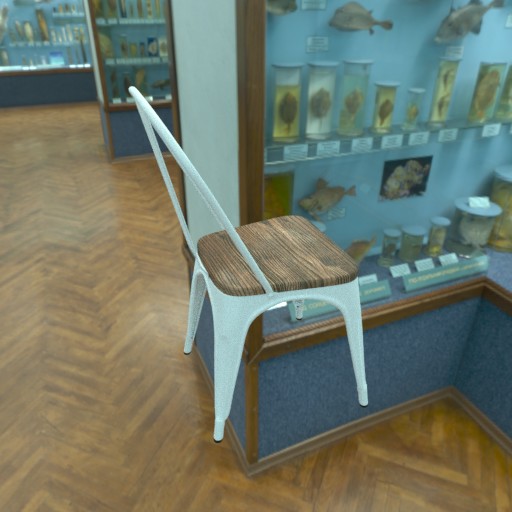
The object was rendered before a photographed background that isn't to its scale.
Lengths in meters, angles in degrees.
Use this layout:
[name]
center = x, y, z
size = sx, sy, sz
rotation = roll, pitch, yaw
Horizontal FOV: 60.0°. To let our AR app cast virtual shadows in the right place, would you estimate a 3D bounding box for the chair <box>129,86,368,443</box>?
[chair]
center = 0.000, 0.000, 1.157
size = 0.521, 0.851, 0.452
rotation = -11, 31, -18
